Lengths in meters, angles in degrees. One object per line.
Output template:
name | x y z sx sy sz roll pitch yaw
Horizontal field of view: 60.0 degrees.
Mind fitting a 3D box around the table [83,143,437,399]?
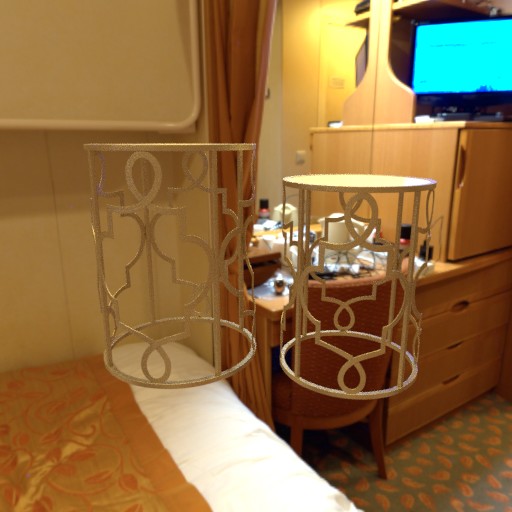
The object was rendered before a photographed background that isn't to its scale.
table | 0.000 0.000 1.153 0.846 0.564 0.420 2 15 9
